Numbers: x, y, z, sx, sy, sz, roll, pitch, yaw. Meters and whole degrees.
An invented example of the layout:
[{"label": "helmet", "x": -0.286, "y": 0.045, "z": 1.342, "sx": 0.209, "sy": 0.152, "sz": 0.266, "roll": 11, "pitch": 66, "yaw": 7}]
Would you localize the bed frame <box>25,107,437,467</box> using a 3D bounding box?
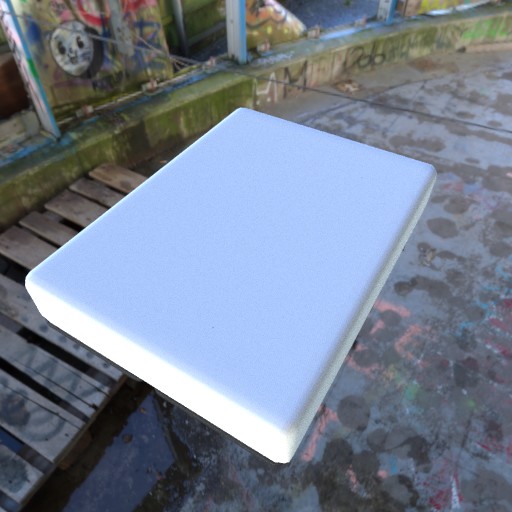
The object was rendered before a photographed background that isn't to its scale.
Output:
[{"label": "bed frame", "x": 0.000, "y": 0.000, "z": 2.738, "sx": 1.528, "sy": 0.677, "sz": 2.037, "roll": 24, "pitch": 51, "yaw": 21}]
